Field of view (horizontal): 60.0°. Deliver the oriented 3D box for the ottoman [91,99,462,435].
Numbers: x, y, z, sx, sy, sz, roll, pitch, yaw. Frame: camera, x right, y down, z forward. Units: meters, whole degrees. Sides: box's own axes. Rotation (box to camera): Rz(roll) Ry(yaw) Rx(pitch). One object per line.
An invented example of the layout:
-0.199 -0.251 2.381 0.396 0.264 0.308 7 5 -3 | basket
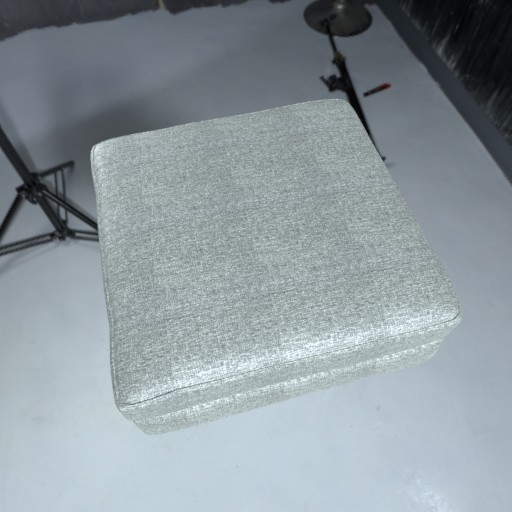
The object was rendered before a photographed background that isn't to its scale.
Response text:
0.000 0.000 1.341 0.838 0.481 0.838 -13 59 -8 | ottoman
